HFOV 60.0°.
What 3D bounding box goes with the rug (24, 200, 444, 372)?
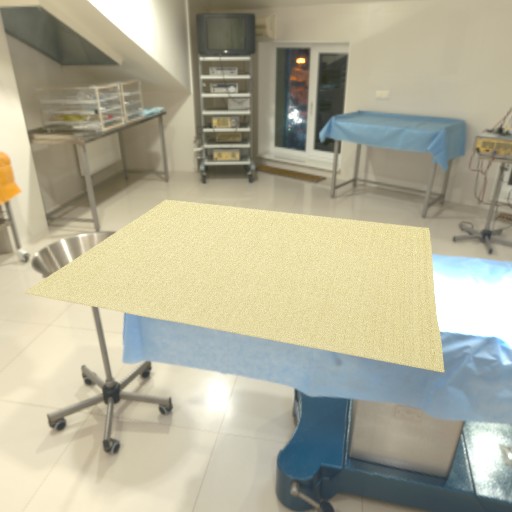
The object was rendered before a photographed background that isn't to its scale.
[{"bbox_3d":[0.000,0.000,4.213,3.204,0.016,2.452,8,27,16],"label":"rug"}]
